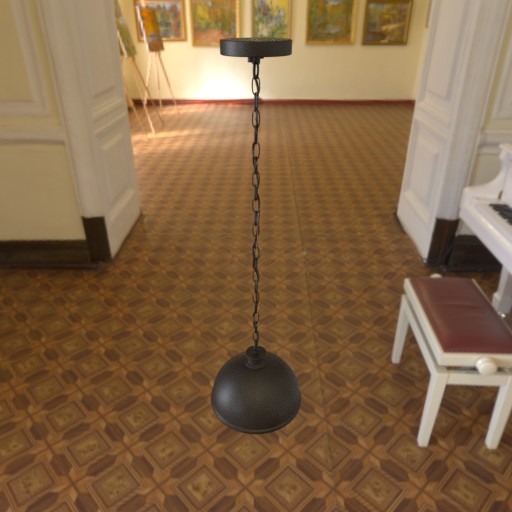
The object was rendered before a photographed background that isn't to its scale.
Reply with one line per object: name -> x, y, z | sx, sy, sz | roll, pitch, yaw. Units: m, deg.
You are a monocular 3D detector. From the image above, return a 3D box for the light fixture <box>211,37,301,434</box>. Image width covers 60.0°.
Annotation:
light fixture -> 0.000, 0.000, 1.239 | 0.304, 1.090, 0.304 | 7, 29, 13
